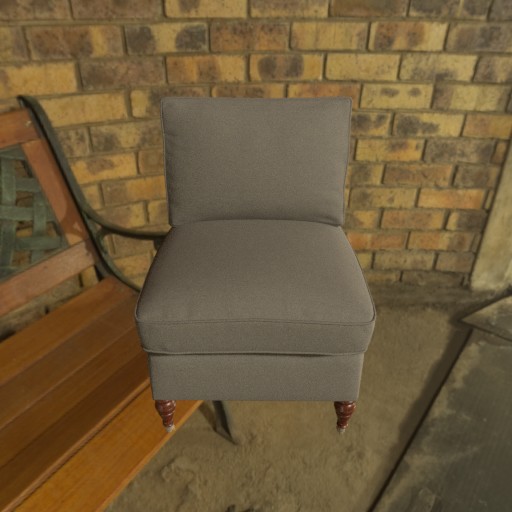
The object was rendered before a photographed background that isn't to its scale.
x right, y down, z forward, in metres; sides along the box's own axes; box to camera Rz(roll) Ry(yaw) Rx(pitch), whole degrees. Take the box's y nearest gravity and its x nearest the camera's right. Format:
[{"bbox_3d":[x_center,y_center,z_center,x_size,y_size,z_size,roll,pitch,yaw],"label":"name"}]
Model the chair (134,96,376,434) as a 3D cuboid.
[{"bbox_3d":[0.000,0.000,1.652,0.724,1.045,0.924,0,30,0],"label":"chair"}]
